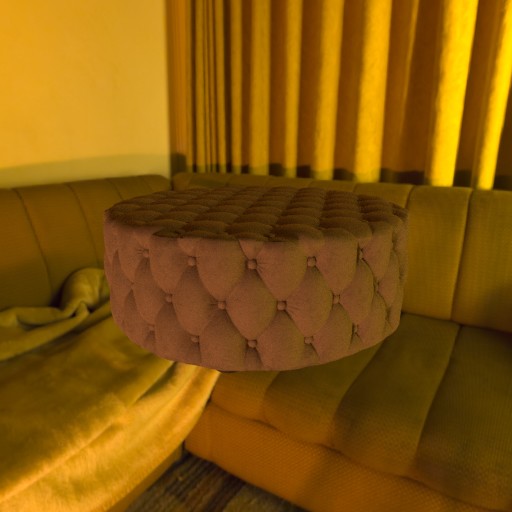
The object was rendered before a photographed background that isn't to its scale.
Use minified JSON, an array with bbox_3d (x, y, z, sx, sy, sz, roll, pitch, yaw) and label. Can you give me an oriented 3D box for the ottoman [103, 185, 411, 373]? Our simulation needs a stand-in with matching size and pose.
[{"bbox_3d":[0.000,0.000,1.534,0.998,0.399,0.998,0,16,0],"label":"ottoman"}]
